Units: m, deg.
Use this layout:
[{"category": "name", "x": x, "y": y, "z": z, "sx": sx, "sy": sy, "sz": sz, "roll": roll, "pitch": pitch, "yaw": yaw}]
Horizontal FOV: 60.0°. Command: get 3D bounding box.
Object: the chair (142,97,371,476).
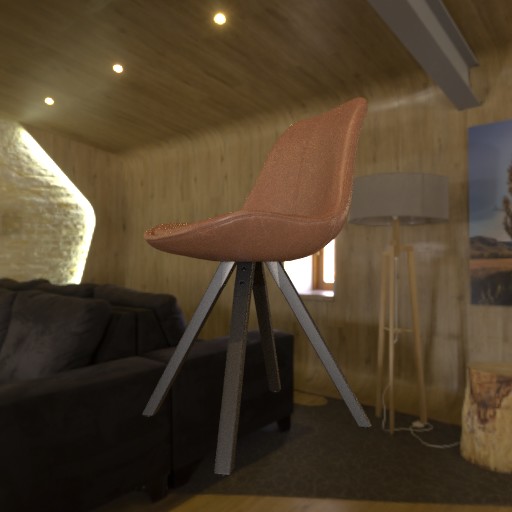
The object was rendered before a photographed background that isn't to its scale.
[{"category": "chair", "x": 0.000, "y": 0.000, "z": 1.146, "sx": 0.550, "sy": 0.850, "sz": 0.475, "roll": 0, "pitch": -1, "yaw": -34}]
